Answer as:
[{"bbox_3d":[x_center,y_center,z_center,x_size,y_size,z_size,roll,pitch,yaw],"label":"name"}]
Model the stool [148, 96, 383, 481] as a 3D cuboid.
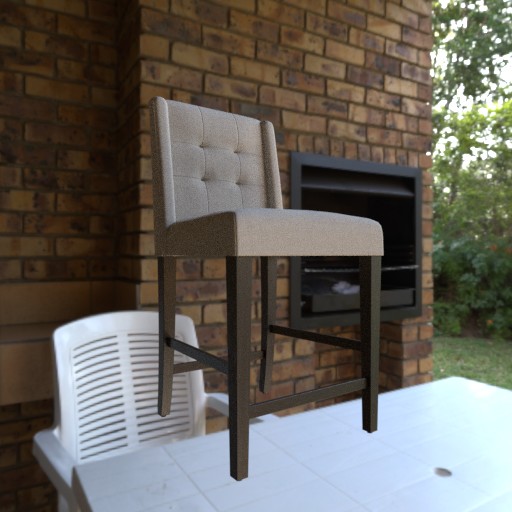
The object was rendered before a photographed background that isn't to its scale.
[{"bbox_3d":[0.000,0.000,1.240,0.474,0.939,0.509,0,0,-36],"label":"stool"}]
